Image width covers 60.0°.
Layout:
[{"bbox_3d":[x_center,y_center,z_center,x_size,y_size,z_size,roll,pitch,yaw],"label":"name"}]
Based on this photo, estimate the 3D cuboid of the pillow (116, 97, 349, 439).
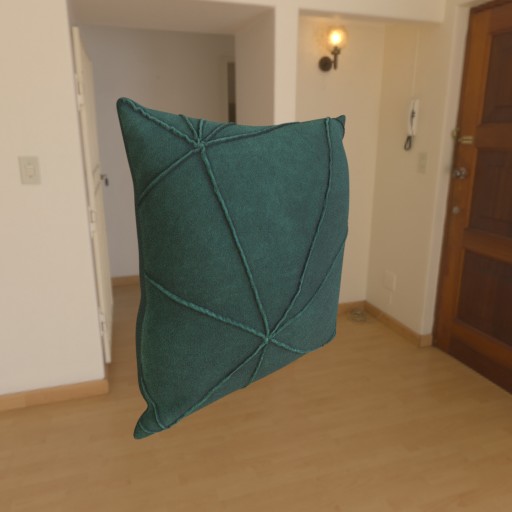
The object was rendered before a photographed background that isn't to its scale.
[{"bbox_3d":[0.000,0.000,0.682,0.439,0.440,0.184,-14,21,-42],"label":"pillow"}]
